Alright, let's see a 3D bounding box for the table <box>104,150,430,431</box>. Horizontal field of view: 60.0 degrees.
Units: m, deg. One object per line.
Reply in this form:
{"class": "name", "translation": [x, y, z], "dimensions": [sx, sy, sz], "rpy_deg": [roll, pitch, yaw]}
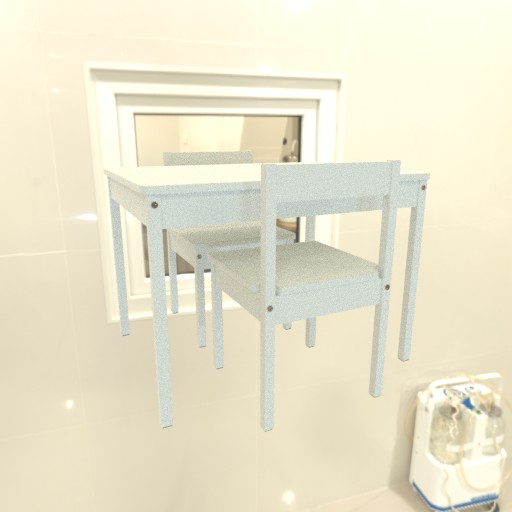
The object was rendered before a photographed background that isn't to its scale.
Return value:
{"class": "table", "translation": [0.000, 0.000, 1.130], "dimensions": [0.650, 0.503, 0.672], "rpy_deg": [-7, 17, -25]}
